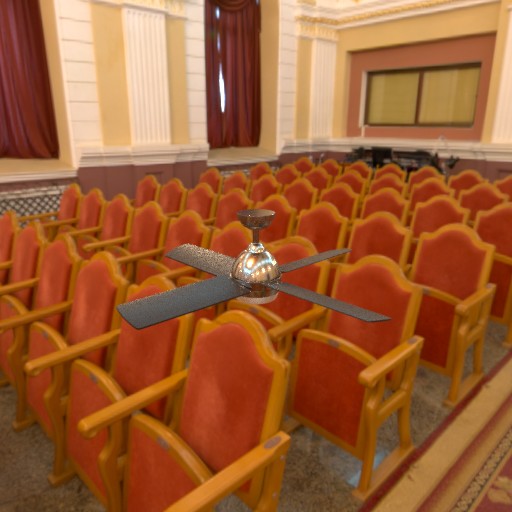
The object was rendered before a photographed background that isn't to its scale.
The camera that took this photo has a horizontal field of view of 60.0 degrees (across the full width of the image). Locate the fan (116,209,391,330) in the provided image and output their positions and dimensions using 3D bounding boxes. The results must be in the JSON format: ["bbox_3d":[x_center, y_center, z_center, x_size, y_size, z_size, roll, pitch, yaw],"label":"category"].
[{"bbox_3d":[0.000,0.000,2.028,1.332,0.403,1.332,-15,22,-41],"label":"fan"}]
